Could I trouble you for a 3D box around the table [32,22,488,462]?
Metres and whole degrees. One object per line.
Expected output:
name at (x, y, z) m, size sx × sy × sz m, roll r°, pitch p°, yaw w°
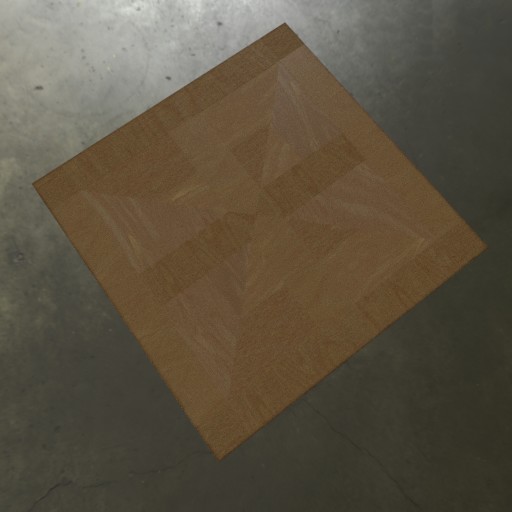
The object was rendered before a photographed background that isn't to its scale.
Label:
table at (0.000, 0.000, 1.138) m, size 0.610 × 0.638 × 0.612 m, roll -36°, pitch 79°, yaw -8°
